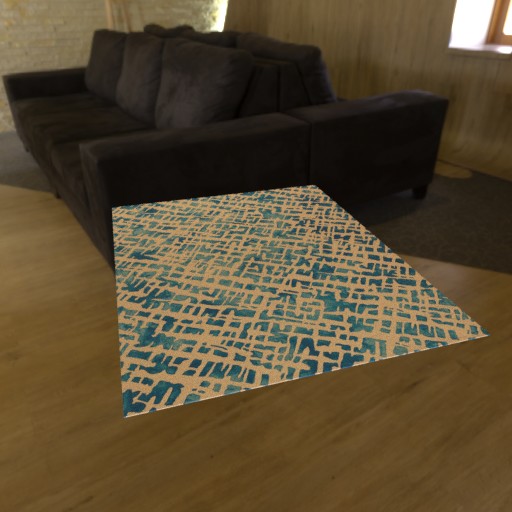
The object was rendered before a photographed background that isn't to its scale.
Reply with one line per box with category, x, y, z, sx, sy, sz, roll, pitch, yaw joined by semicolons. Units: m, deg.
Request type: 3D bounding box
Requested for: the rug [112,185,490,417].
rug;0.000;0.000;3.966;2.435;0.007;3.007;-8;31;-14
